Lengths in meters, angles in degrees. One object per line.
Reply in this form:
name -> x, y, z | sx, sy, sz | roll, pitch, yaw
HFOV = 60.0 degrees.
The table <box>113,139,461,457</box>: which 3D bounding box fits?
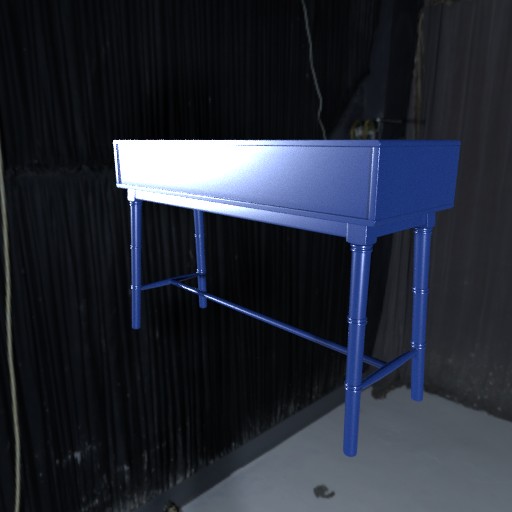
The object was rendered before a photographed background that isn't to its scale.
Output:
table -> 0.000, 0.000, 1.480 | 0.399, 0.749, 1.118 | -14, 20, -42
